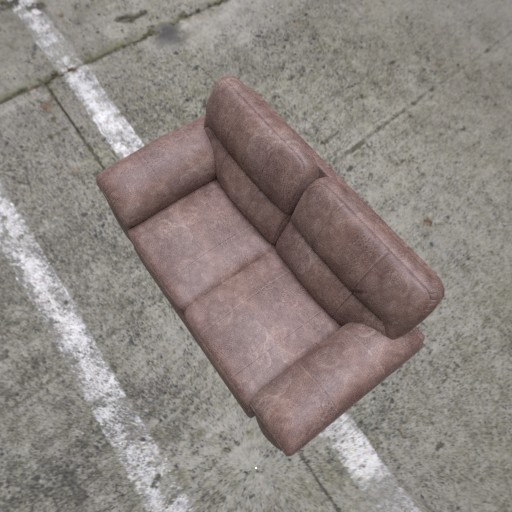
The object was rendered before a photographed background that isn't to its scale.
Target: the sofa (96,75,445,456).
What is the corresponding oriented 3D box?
[{"bbox_3d":[0.000,0.000,2.364,0.991,0.991,1.753,-34,69,-15],"label":"sofa"}]
